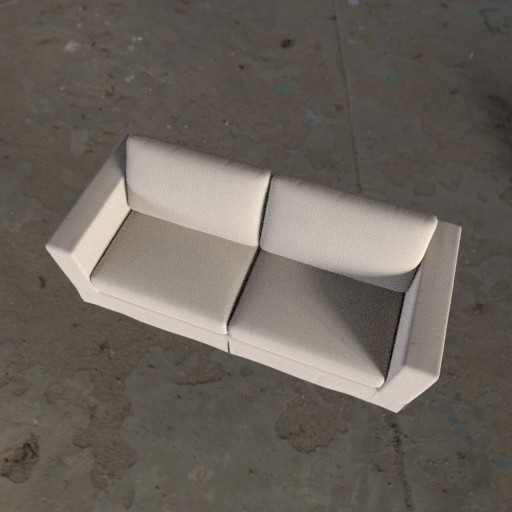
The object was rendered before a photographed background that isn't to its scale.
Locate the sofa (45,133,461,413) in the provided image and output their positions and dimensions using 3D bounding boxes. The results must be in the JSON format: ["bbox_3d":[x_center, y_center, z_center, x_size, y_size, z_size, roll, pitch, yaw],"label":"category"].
[{"bbox_3d":[0.000,0.000,2.635,2.163,0.881,0.954,17,61,10],"label":"sofa"}]
